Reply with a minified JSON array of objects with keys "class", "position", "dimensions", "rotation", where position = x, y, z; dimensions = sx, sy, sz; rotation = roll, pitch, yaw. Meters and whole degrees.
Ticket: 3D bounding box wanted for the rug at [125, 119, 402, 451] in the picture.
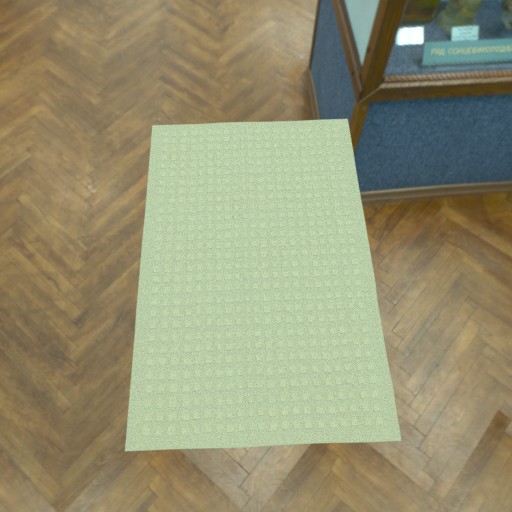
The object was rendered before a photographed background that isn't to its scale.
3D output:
[{"class":"rug","position":[0.000,0.000,2.207],"dimensions":[1.143,0.006,1.747],"rotation":[-2,64,-1]}]
